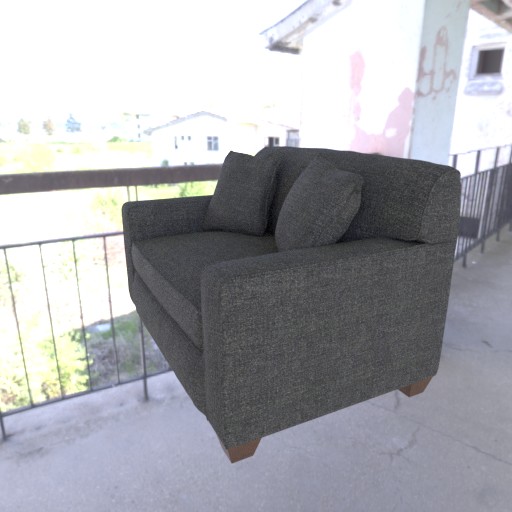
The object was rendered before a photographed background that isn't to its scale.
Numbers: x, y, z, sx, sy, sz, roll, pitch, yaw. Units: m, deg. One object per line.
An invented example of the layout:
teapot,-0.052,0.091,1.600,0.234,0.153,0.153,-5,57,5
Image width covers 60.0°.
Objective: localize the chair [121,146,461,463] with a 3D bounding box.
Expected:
chair,0.000,0.000,2.047,1.000,0.948,1.383,-9,19,-26
